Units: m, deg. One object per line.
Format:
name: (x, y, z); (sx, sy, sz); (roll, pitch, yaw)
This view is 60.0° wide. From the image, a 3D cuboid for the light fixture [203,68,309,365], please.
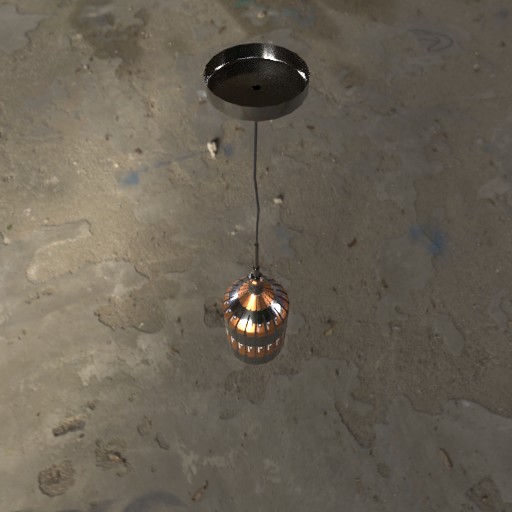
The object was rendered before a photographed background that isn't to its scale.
light fixture: (0.000, 0.000, 1.673); (0.303, 1.535, 0.303); (0, 56, 0)
